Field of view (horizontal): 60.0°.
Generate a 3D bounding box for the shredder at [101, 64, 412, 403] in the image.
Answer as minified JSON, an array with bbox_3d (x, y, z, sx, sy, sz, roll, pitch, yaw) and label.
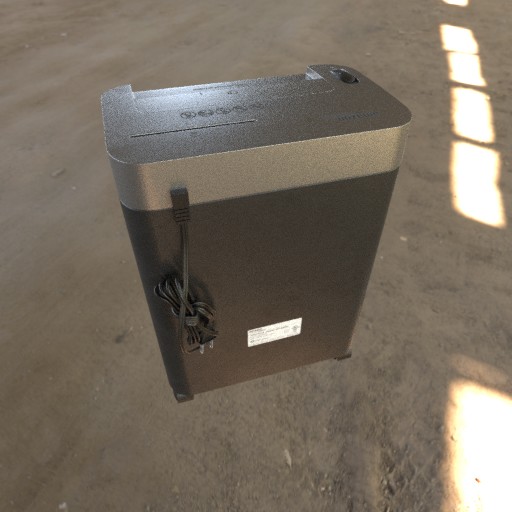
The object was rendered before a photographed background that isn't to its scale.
[{"bbox_3d":[0.000,0.000,0.604,0.311,0.419,0.237,-11,43,-13],"label":"shredder"}]
